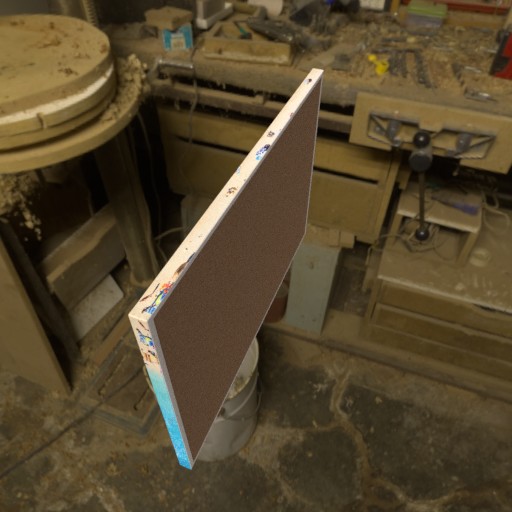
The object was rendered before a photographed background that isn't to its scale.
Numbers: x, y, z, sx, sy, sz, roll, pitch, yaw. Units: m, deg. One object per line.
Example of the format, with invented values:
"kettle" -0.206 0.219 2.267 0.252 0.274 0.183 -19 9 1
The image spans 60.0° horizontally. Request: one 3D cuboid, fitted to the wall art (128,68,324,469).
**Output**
"wall art" 0.000 0.000 1.441 0.040 0.769 1.136 16 48 15
